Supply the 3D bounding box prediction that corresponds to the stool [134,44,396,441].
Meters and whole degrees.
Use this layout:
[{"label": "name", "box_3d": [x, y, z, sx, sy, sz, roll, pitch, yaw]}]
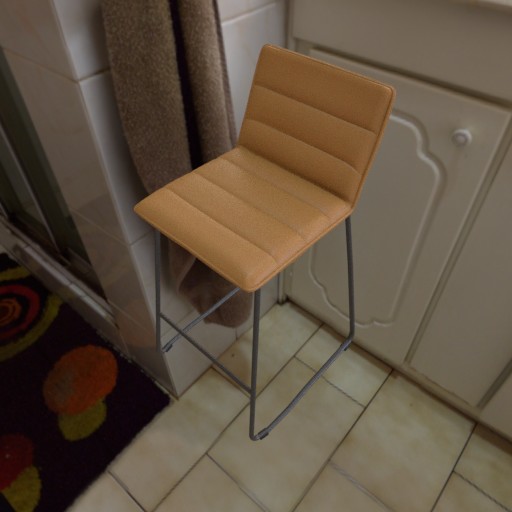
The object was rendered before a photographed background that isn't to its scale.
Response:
[{"label": "stool", "box_3d": [0.000, 0.000, 1.244, 0.489, 0.936, 0.524, 33, 54, 28]}]
